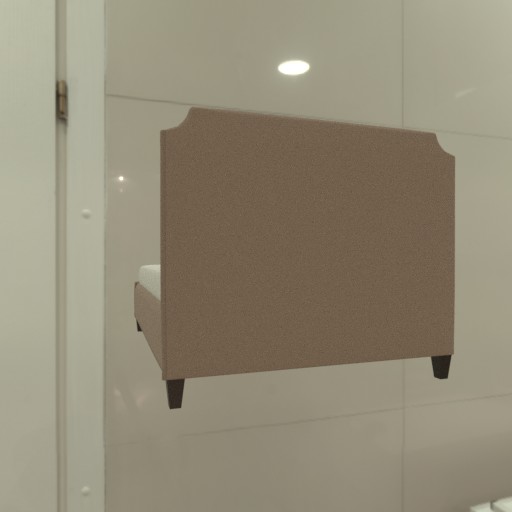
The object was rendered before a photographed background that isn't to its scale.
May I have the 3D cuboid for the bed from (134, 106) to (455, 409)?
[{"bbox_3d":[0.000,0.000,3.423,1.713,1.443,2.372,0,0,-19],"label":"bed"}]
